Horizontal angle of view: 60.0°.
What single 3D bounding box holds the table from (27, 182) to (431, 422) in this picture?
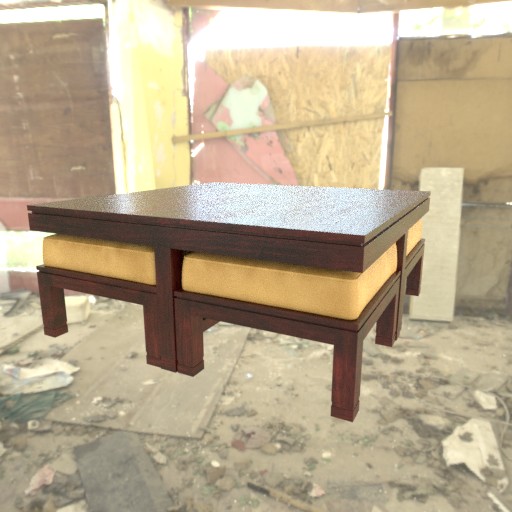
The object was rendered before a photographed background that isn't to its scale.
[{"bbox_3d":[0.000,0.000,1.347,0.865,0.356,0.865,7,15,27],"label":"table"}]
